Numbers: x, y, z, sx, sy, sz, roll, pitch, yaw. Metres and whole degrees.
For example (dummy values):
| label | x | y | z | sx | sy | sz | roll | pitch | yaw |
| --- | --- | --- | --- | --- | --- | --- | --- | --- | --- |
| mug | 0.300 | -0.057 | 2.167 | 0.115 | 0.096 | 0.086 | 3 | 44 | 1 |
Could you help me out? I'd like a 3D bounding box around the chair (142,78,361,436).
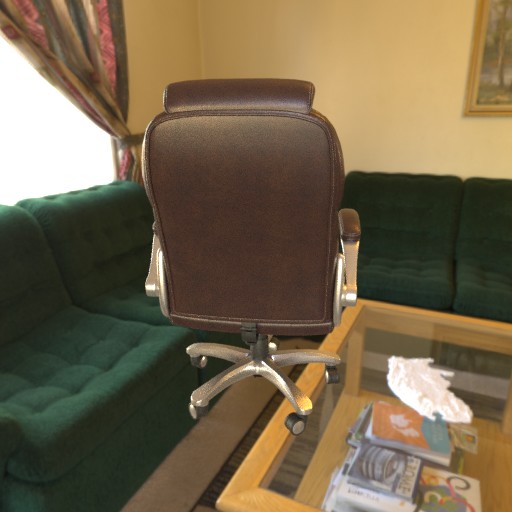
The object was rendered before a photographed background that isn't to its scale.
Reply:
| label | x | y | z | sx | sy | sz | roll | pitch | yaw |
| --- | --- | --- | --- | --- | --- | --- | --- | --- | --- |
| chair | 0.000 | 0.000 | 1.623 | 0.733 | 1.160 | 0.774 | 2 | 17 | 7 |
